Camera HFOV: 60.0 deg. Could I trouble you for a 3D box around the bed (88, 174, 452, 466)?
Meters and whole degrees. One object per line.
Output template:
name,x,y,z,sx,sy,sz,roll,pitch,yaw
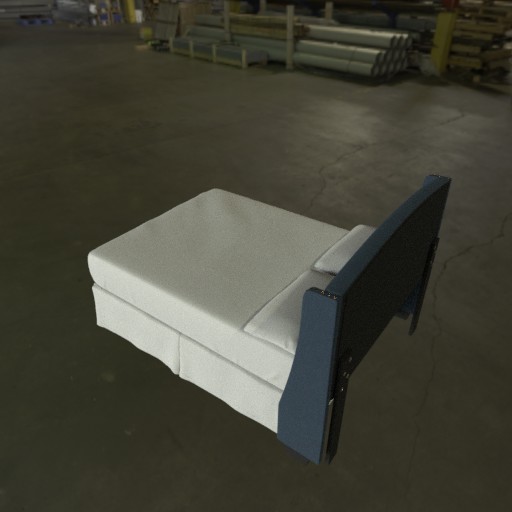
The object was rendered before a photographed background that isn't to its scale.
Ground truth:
bed,0.000,0.000,3.409,2.237,1.407,1.710,22,39,30
